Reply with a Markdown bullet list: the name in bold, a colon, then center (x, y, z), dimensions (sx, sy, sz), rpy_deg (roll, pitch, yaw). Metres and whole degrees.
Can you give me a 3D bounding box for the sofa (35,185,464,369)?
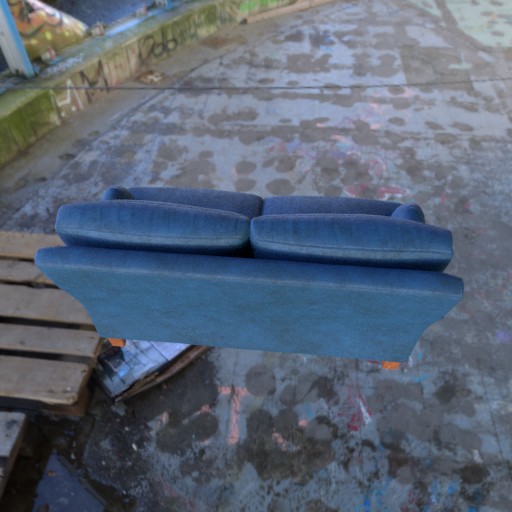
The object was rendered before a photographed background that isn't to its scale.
- **sofa**: center (0.000, 0.000, 2.485), dimensions (1.853, 1.101, 1.084), rpy_deg (4, 48, 4)
